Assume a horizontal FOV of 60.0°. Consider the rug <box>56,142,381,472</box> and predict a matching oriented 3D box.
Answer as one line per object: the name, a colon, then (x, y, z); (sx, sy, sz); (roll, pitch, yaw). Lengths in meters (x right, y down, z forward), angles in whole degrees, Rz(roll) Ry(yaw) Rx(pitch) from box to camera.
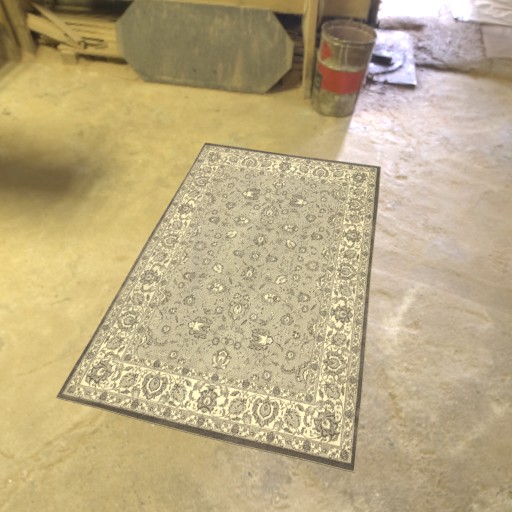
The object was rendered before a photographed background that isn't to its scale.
rug: (0.000, 0.000, 2.944); (1.524, 0.011, 2.438); (10, 47, 9)
